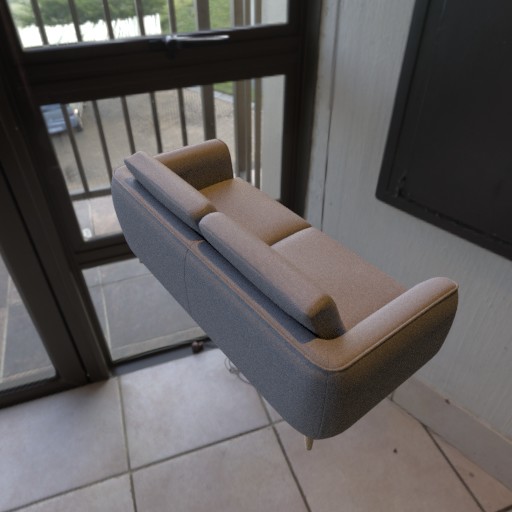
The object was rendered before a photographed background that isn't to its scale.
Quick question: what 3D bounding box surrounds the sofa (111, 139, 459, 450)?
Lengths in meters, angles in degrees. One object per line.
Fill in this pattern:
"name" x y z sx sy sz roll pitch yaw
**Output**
"sofa" 0.000 0.000 2.563 0.920 0.870 2.000 -27 46 -28
